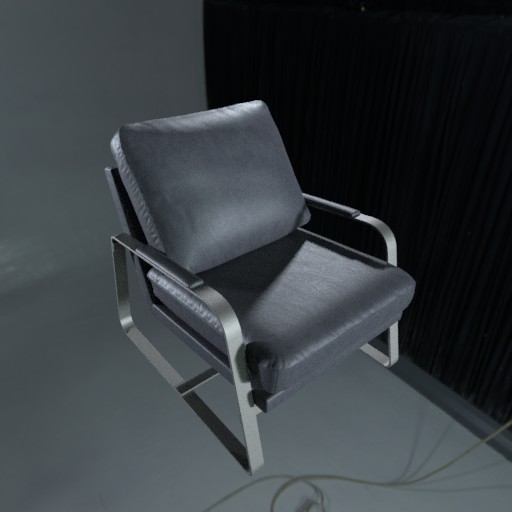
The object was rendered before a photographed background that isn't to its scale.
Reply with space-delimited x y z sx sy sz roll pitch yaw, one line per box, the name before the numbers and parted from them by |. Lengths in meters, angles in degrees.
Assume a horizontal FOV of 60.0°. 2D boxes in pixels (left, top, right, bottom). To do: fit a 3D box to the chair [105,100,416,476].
chair | 0.000 0.000 1.480 0.692 0.839 0.878 -24 39 -33
